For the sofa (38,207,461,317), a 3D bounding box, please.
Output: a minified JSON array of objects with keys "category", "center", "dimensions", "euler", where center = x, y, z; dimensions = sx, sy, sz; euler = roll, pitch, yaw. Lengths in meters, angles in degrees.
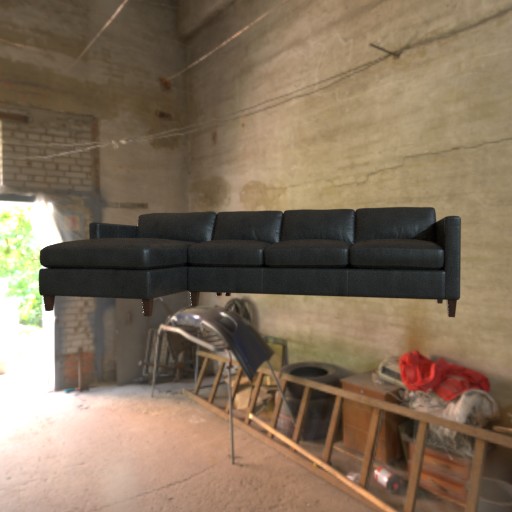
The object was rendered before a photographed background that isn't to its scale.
[{"category":"sofa","center":[0.000,0.000,3.822],"dimensions":[3.203,0.883,1.581],"euler":[0,1,17]}]
